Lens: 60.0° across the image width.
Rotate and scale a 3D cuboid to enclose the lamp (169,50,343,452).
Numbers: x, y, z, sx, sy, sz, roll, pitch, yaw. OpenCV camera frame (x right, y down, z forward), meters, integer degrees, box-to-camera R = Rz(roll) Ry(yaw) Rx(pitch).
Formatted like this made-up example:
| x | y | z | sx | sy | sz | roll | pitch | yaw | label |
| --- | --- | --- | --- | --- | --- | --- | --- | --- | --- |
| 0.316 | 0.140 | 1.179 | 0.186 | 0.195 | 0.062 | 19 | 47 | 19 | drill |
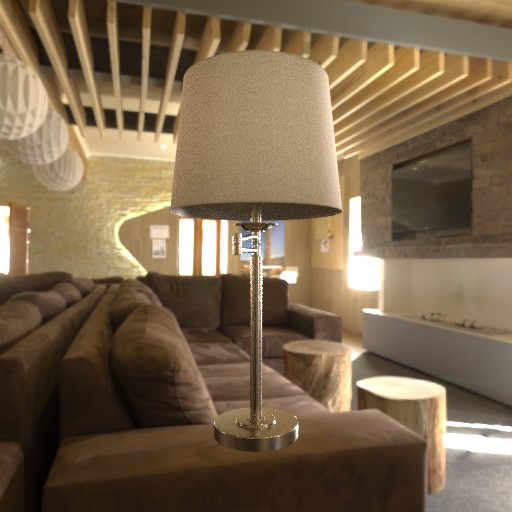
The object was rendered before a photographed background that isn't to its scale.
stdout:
| x | y | z | sx | sy | sz | roll | pitch | yaw | label |
| --- | --- | --- | --- | --- | --- | --- | --- | --- | --- |
| 0.000 | 0.000 | 0.867 | 0.333 | 0.696 | 0.333 | 0 | 0 | 0 | lamp |
